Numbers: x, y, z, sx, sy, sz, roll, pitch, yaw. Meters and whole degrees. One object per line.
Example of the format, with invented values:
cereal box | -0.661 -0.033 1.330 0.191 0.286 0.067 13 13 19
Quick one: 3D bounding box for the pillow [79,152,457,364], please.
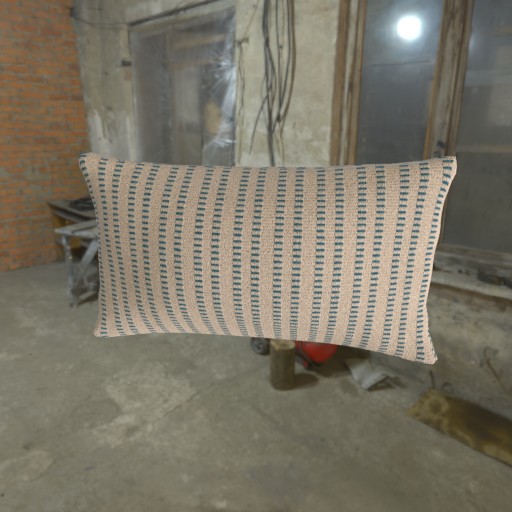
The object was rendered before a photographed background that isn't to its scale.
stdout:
pillow | 0.000 0.000 0.785 0.640 0.353 0.210 3 16 9
